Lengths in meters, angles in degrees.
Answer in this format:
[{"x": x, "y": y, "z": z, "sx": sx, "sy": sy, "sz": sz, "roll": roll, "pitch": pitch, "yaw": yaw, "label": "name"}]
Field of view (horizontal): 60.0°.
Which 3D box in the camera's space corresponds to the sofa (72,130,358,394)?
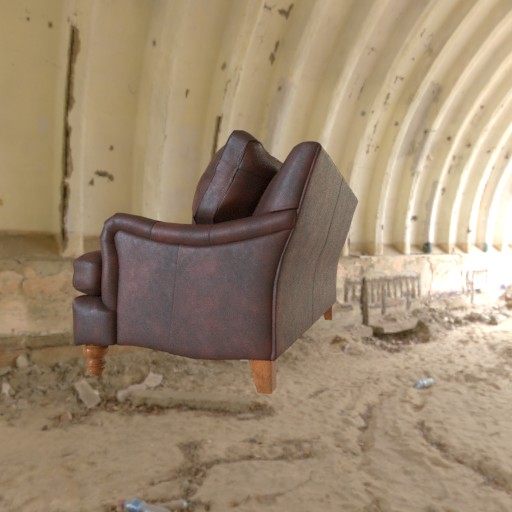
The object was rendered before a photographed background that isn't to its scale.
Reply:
[{"x": 0.000, "y": 0.000, "z": 2.827, "sx": 1.147, "sy": 1.071, "sz": 2.144, "roll": 0, "pitch": 1, "yaw": 17, "label": "sofa"}]
